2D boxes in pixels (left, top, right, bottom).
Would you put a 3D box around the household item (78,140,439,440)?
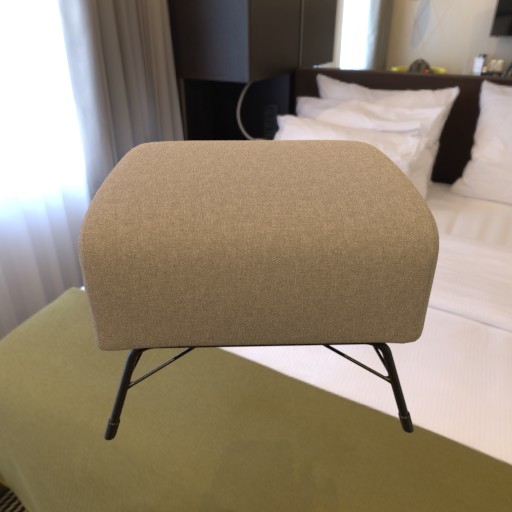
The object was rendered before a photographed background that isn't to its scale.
[{"bbox_3d":[0.000,0.000,0.887,0.530,0.410,0.530,-1,28,-1],"label":"household item"}]
